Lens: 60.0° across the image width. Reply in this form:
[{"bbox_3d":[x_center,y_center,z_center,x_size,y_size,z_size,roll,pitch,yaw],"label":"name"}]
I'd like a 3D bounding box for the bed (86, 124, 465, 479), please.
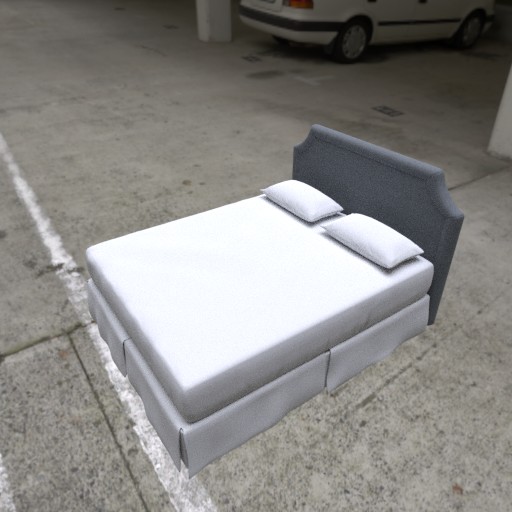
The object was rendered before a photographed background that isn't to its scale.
[{"bbox_3d":[0.000,0.000,3.320,2.259,1.296,1.811,-21,38,-29],"label":"bed"}]
